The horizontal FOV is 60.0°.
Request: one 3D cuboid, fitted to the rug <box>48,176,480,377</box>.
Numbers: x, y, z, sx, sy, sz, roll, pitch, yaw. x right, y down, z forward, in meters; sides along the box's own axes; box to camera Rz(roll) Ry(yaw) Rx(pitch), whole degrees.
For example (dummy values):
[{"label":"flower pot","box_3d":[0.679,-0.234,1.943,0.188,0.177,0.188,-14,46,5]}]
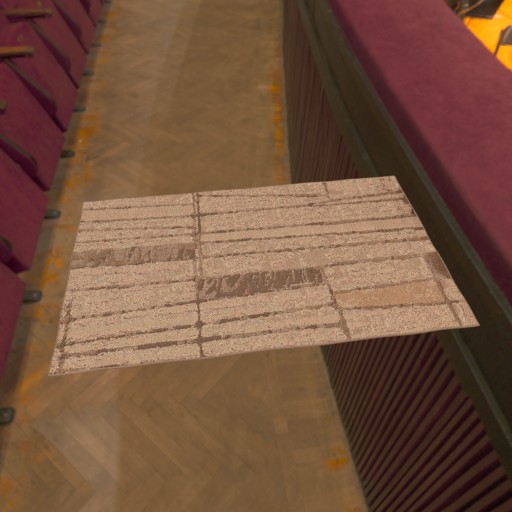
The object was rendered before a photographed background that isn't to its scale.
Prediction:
[{"label":"rug","box_3d":[0.000,0.000,1.050,0.867,0.007,0.515,-6,47,-5]}]
